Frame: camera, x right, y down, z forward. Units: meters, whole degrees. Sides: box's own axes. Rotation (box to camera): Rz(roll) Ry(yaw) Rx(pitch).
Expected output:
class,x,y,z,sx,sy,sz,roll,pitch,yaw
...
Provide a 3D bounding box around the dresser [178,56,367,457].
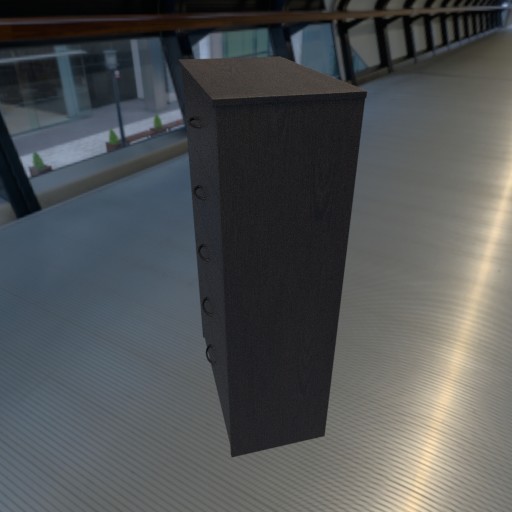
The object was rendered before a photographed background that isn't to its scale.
class,x,y,z,sx,sy,sz,roll,pitch,yaw
dresser,0.000,0.000,1.621,0.418,1.254,0.704,-7,31,-12
